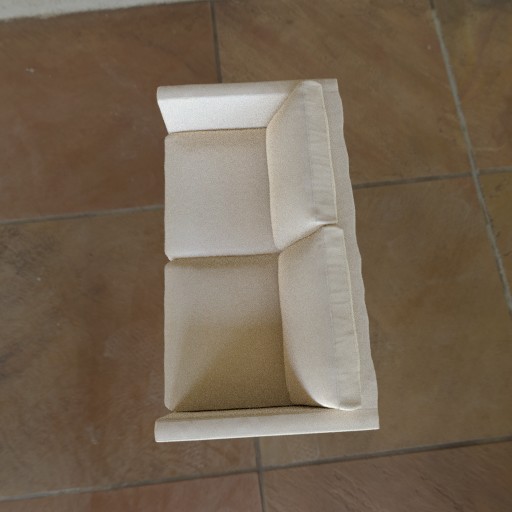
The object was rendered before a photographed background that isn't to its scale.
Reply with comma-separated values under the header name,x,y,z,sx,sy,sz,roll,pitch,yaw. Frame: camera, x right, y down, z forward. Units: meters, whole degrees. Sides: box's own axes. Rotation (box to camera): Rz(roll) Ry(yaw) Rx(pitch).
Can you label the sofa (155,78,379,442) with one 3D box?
name,x,y,z,sx,sy,sz,roll,pitch,yaw
sofa,0.000,0.000,2.335,0.962,0.834,1.746,-3,74,-1
